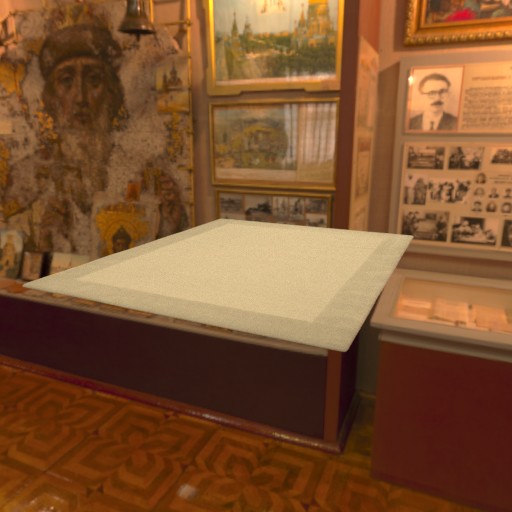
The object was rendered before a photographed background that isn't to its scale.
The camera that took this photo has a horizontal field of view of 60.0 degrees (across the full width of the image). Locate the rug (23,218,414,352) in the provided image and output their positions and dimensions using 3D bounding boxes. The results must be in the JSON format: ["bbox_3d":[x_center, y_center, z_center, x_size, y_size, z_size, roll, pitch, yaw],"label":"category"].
[{"bbox_3d":[0.000,0.000,4.062,2.430,0.018,2.976,7,17,24],"label":"rug"}]
